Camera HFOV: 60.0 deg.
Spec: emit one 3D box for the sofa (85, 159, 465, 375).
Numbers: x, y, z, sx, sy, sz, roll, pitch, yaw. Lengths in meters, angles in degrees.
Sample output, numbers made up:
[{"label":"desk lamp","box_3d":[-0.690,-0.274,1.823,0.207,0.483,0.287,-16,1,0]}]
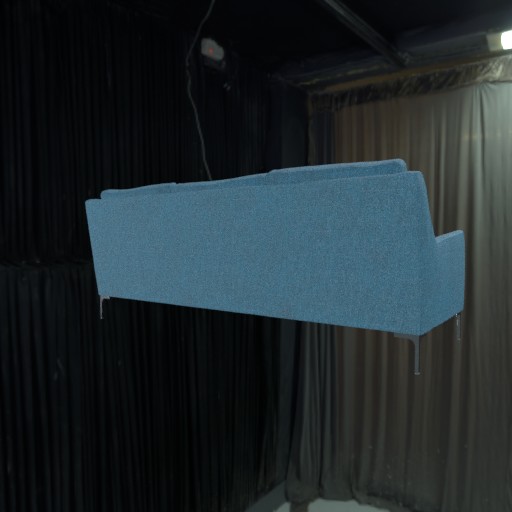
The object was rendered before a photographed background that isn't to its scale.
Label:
[{"label":"sofa","box_3d":[0.000,0.000,2.519,2.060,0.837,0.849,2,3,36]}]
